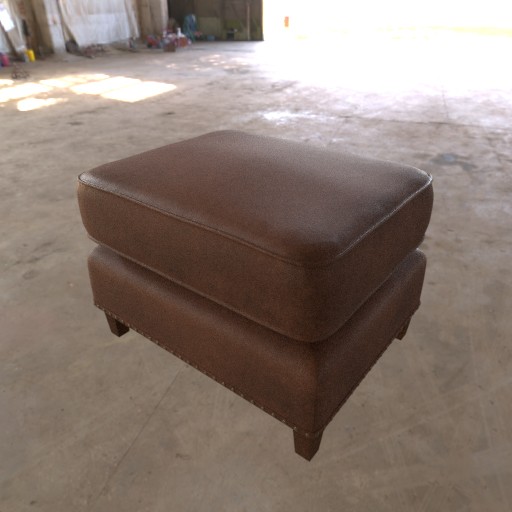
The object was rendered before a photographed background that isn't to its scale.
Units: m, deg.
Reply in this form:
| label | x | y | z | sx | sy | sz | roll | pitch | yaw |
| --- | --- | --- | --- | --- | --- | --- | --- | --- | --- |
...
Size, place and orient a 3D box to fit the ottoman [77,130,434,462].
| label | x | y | z | sx | sy | sz | roll | pitch | yaw |
| --- | --- | --- | --- | --- | --- | --- | --- | --- | --- |
| ottoman | 0.000 | 0.000 | 1.168 | 0.738 | 0.537 | 0.589 | 21 | 36 | 32 |
